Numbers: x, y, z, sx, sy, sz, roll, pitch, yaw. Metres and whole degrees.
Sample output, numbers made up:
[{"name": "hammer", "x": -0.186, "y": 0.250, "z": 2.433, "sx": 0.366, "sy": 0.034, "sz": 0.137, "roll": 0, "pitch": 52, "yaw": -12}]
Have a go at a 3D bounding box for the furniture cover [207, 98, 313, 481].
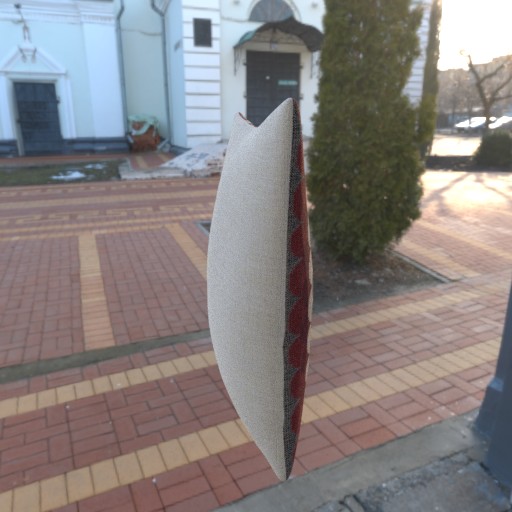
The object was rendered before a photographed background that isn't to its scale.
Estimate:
[{"name": "furniture cover", "x": 0.000, "y": 0.000, "z": 0.652, "sx": 0.145, "sy": 0.420, "sz": 0.435, "roll": -3, "pitch": 17, "yaw": -9}]
